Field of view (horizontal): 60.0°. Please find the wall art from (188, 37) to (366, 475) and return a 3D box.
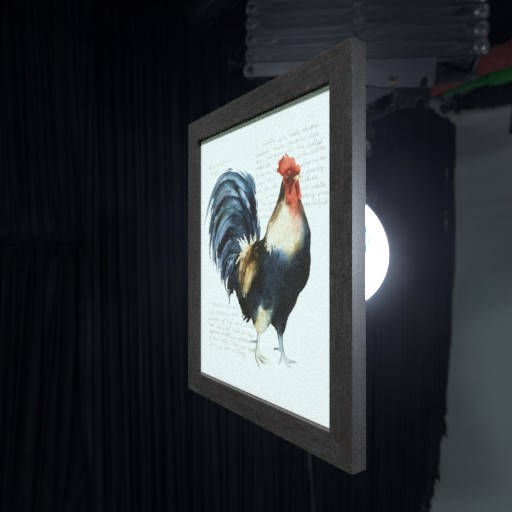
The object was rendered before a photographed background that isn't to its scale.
[{"bbox_3d":[0.000,0.000,0.790,0.027,0.580,0.479,0,0,-35],"label":"wall art"}]
